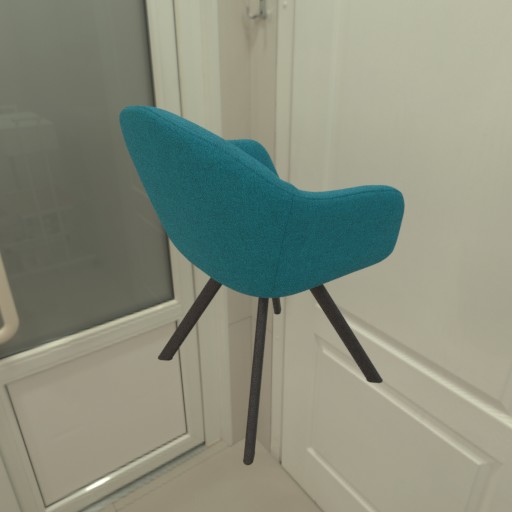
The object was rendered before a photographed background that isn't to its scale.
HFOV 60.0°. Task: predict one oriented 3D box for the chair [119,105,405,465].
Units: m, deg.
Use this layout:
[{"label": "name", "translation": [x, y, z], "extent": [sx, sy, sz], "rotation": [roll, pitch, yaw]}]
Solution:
[{"label": "chair", "translation": [0.000, 0.000, 1.127], "extent": [0.565, 0.775, 0.545], "rotation": [-18, 31, -32]}]
